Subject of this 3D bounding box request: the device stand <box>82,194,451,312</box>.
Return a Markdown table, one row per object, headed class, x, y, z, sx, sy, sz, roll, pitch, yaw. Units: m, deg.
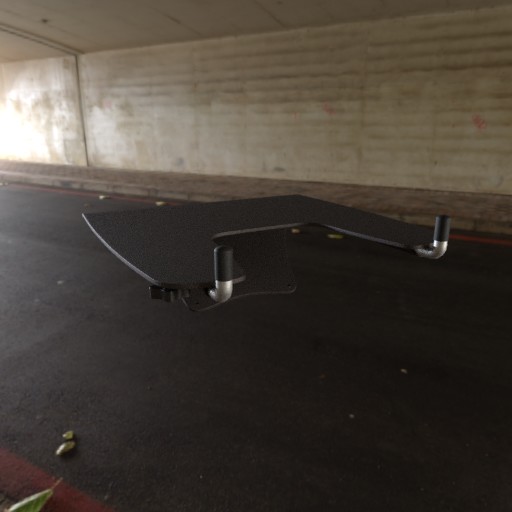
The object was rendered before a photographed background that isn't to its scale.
| class | x | y | z | sx | sy | sz | roll | pitch | yaw |
| --- | --- | --- | --- | --- | --- | --- | --- | --- | --- |
| device stand | 0.000 | 0.000 | 0.357 | 0.230 | 0.092 | 0.230 | -9 | 19 | -27 |
